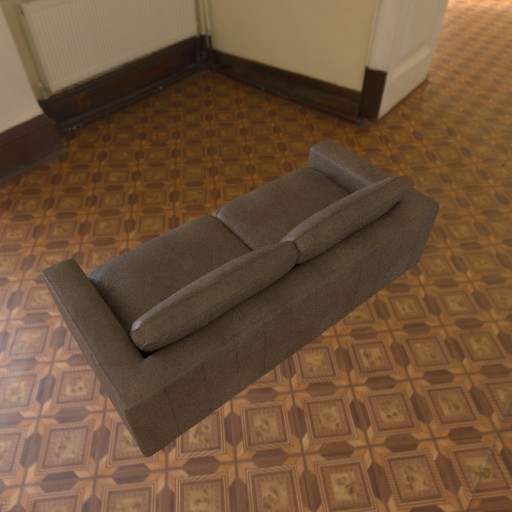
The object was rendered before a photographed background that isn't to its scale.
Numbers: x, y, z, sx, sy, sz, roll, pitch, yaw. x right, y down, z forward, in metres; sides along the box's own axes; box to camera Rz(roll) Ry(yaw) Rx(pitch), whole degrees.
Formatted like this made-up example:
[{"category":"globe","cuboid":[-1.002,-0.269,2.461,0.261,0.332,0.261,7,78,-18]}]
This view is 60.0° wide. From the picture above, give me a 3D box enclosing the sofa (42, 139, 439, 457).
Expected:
[{"category":"sofa","cuboid":[0.000,0.000,2.784,2.262,0.801,1.070,-30,53,-26]}]
